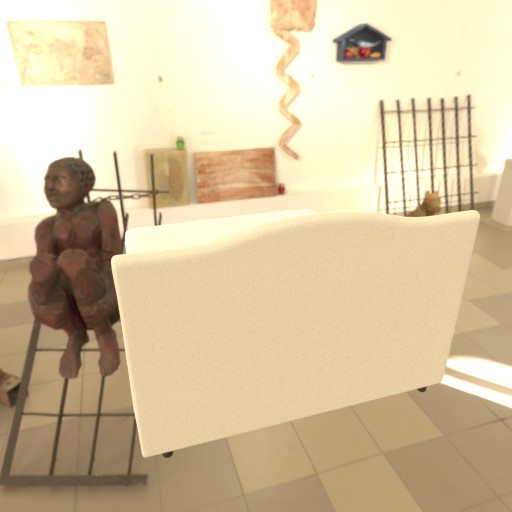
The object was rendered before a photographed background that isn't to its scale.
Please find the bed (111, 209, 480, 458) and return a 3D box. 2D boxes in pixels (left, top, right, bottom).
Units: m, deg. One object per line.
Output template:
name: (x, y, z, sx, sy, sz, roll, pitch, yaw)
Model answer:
bed: (0.000, 0.000, 3.482, 2.083, 1.421, 2.182, -8, 26, -16)
